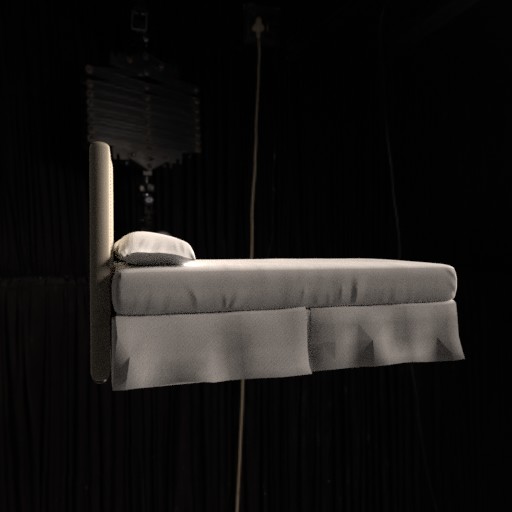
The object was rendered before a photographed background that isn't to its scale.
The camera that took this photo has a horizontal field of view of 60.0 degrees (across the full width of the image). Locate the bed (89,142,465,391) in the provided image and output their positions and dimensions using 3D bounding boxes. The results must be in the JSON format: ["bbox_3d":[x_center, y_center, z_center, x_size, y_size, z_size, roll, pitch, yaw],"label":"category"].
[{"bbox_3d":[0.000,0.000,3.600,2.477,1.437,1.977,0,1,-19],"label":"bed"}]
